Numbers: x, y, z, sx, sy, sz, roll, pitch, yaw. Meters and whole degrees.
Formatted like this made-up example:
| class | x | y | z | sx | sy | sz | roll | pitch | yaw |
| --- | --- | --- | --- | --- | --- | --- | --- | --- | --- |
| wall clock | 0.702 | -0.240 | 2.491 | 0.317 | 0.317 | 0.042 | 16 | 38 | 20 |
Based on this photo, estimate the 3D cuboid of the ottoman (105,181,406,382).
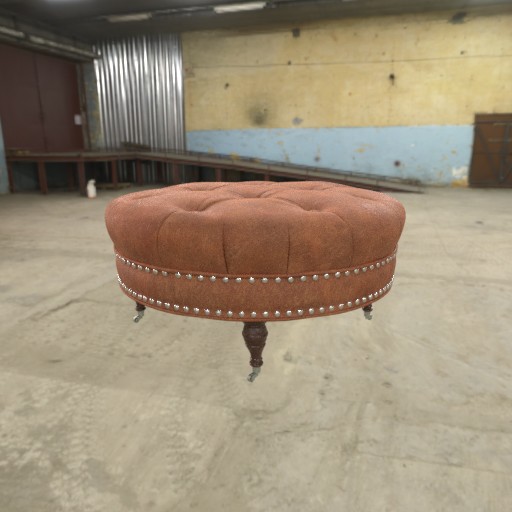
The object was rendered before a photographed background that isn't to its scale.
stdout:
| class | x | y | z | sx | sy | sz | roll | pitch | yaw |
| --- | --- | --- | --- | --- | --- | --- | --- | --- | --- |
| ottoman | 0.000 | 0.000 | 1.411 | 0.901 | 0.444 | 0.901 | 0 | 14 | 0 |
